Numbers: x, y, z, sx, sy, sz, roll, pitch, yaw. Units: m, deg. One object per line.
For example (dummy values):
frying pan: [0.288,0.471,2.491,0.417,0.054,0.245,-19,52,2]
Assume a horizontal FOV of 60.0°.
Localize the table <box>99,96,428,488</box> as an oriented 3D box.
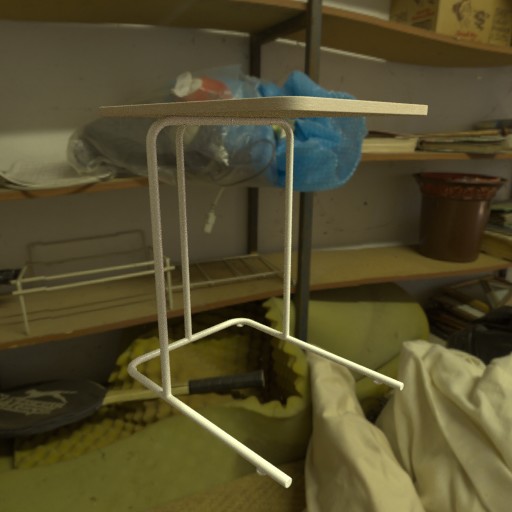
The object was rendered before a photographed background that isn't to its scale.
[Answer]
table: [0.000,0.000,0.861,0.480,0.550,0.370,15,22,42]
